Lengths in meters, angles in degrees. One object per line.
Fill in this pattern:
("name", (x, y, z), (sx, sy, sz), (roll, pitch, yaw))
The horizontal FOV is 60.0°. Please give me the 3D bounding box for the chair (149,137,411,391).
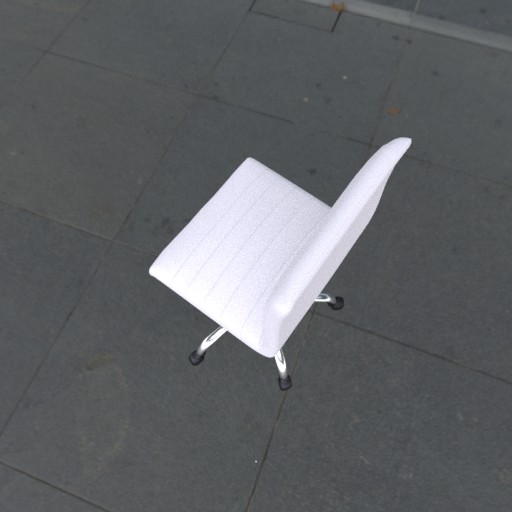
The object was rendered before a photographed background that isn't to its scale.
("chair", (0.000, 0.000, 1.048), (0.455, 0.750, 0.520), (33, 69, 14))
